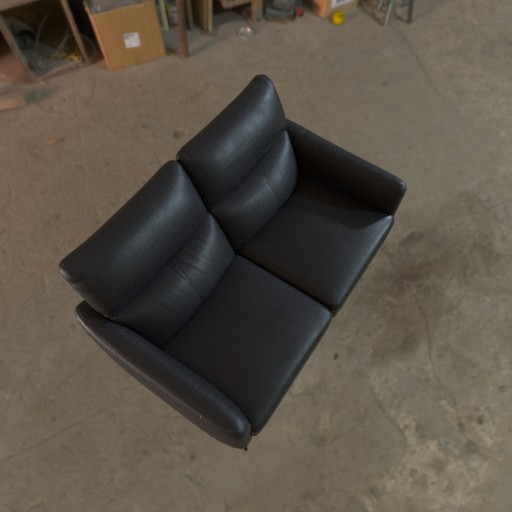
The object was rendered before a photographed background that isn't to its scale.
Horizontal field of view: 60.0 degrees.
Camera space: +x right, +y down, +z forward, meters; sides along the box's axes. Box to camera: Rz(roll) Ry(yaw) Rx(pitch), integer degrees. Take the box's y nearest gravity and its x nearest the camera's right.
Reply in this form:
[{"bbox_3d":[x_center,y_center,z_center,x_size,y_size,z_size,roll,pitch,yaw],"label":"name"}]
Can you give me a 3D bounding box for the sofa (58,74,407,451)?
[{"bbox_3d":[0.000,0.000,2.230,0.958,0.920,1.596,31,64,17],"label":"sofa"}]
